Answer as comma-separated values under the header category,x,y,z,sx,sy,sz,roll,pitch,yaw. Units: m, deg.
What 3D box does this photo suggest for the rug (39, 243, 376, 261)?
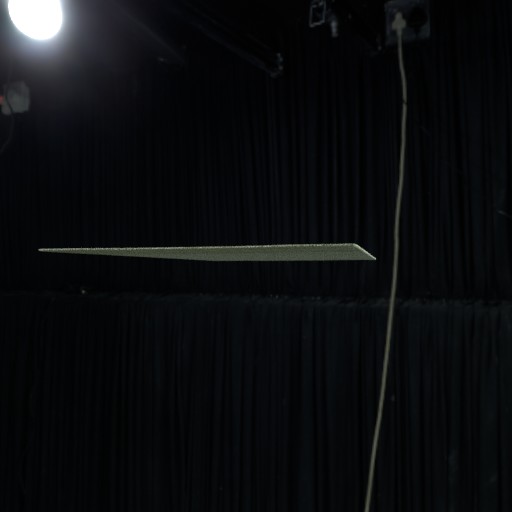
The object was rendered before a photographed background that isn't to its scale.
category,x,y,z,sx,sy,sz,roll,pitch,yaw
rug,0.000,0.000,2.288,1.143,0.010,1.758,-1,-2,17
